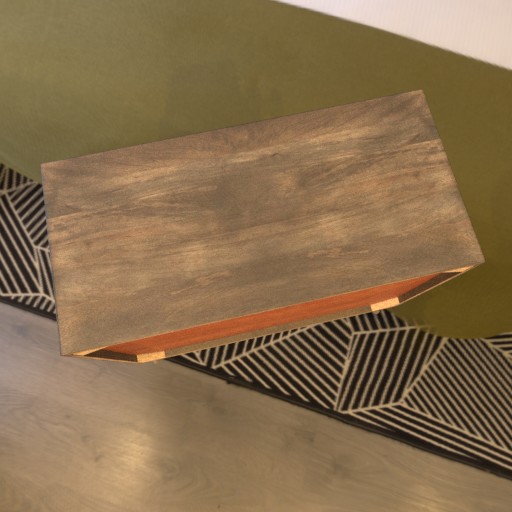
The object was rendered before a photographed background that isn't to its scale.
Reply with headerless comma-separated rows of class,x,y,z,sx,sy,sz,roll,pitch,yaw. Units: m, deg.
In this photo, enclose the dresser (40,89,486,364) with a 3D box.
dresser,0.000,0.000,1.380,0.923,0.801,0.453,-12,75,-3
